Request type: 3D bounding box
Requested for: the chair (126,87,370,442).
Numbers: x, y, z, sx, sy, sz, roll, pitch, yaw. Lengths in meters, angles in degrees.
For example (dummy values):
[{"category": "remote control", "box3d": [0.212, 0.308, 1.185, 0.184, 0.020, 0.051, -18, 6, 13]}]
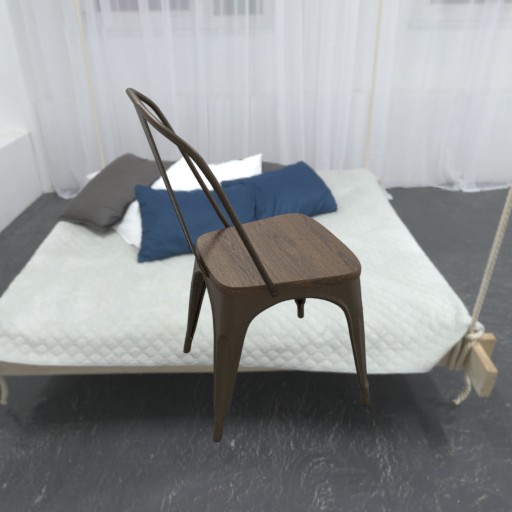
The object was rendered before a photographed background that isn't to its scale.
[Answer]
[{"category": "chair", "box3d": [0.000, 0.000, 1.152, 0.532, 0.844, 0.451, -11, 32, -18]}]
